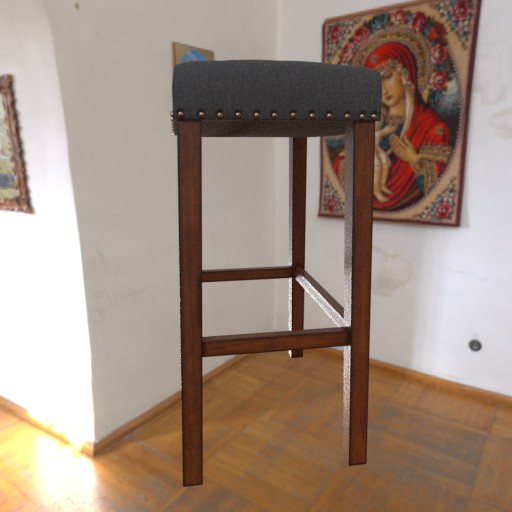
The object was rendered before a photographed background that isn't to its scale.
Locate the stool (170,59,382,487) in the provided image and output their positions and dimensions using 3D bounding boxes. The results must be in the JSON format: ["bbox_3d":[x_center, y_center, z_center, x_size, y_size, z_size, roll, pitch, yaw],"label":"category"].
[{"bbox_3d":[0.000,0.000,1.010,0.366,0.760,0.502,-2,14,-10],"label":"stool"}]
